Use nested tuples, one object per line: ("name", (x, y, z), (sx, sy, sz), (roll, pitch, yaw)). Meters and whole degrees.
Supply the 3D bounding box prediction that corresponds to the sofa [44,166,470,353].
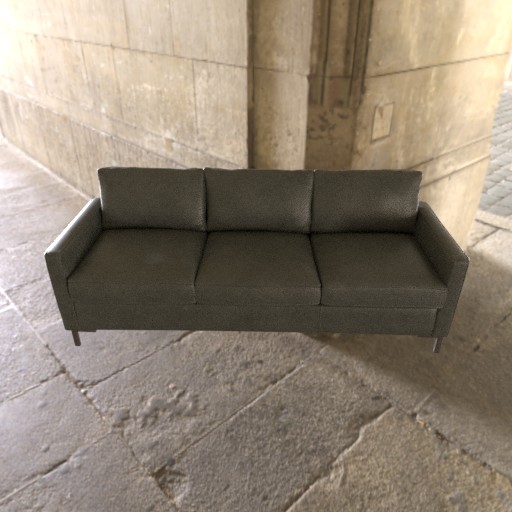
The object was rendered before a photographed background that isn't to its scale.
("sofa", (0.000, 0.000, 2.427), (2.029, 0.805, 0.748), (1, 30, 1))
